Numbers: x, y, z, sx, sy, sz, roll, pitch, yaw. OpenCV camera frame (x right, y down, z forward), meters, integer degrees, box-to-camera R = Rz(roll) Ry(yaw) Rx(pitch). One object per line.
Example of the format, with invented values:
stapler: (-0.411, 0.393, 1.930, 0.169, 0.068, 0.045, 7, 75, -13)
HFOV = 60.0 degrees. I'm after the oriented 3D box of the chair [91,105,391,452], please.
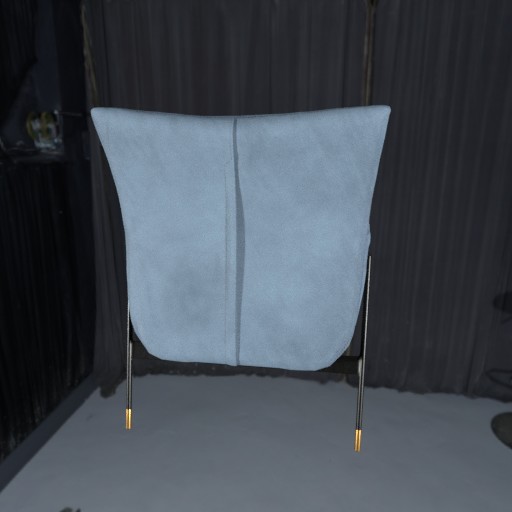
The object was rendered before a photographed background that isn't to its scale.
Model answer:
chair: (0.000, 0.000, 1.396, 0.678, 0.858, 0.709, 2, 15, 8)
